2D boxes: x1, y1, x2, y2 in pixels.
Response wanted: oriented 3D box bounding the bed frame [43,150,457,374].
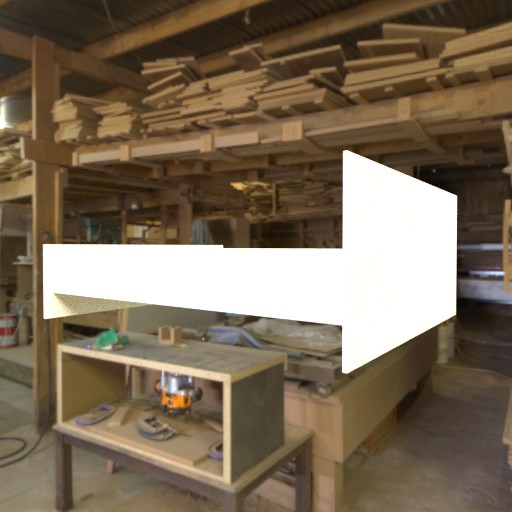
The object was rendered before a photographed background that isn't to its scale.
[{"bbox_3d":[0.000,0.000,2.875,2.060,0.800,1.720,1,1,36],"label":"bed frame"}]
